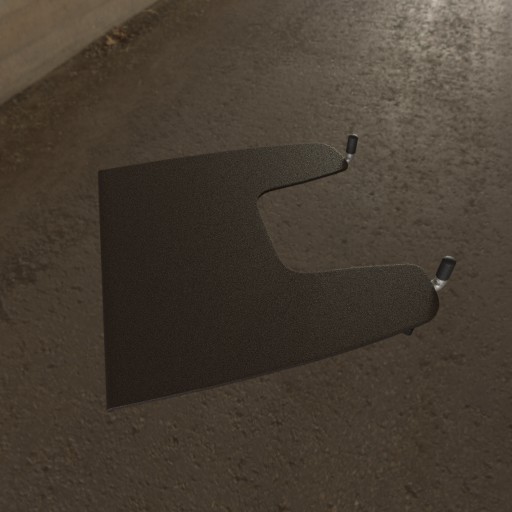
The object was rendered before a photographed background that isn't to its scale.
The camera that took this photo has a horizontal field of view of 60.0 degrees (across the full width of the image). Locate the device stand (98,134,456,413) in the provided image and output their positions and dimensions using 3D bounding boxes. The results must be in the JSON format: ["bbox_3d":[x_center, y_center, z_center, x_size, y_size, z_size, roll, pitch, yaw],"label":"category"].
[{"bbox_3d":[0.000,0.000,0.355,0.230,0.092,0.230,-11,47,-10],"label":"device stand"}]
